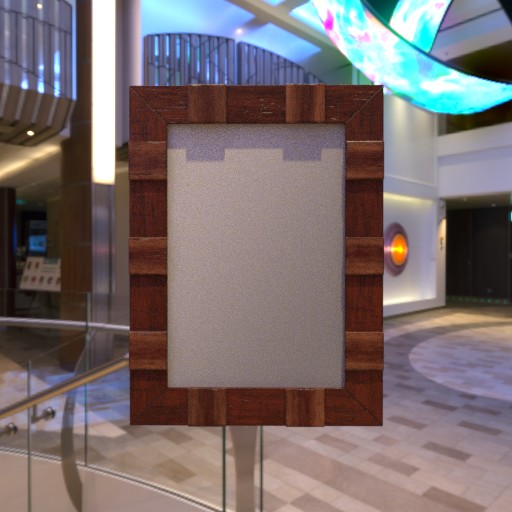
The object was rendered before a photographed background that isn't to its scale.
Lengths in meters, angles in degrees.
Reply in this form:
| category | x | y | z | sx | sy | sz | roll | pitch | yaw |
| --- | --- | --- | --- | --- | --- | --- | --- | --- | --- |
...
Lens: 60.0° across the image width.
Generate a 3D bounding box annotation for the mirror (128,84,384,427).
| category | x | y | z | sx | sy | sz | roll | pitch | yaw |
| --- | --- | --- | --- | --- | --- | --- | --- | --- | --- |
| mirror | 0.000 | 0.000 | 1.052 | 0.600 | 0.805 | 0.021 | 0 | 0 | 1 |
